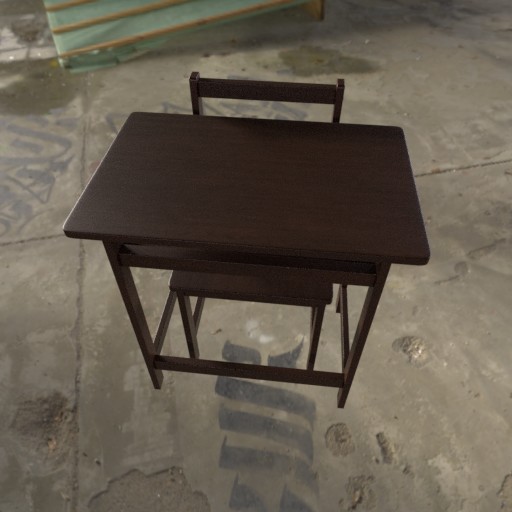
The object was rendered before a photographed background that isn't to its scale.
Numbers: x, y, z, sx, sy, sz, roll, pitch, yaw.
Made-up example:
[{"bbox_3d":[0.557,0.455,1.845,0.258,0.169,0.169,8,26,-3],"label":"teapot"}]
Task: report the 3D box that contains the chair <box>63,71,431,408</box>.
[{"bbox_3d":[0.000,0.000,1.059,0.599,0.673,0.463,5,47,4],"label":"chair"}]
